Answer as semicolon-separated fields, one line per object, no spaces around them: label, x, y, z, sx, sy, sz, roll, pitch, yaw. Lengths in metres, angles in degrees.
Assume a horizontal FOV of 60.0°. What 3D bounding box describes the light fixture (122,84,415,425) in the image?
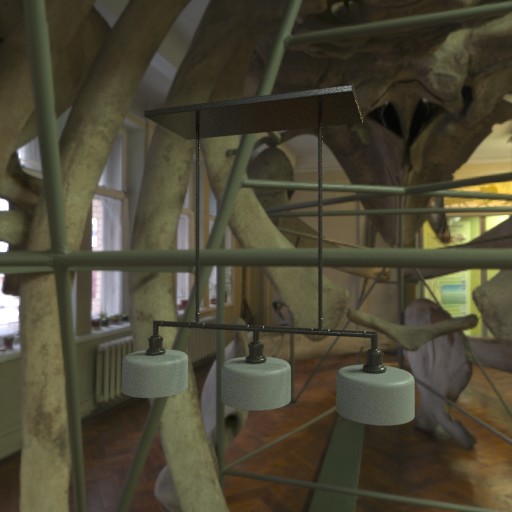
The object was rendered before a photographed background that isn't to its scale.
light fixture;0.000;0.000;0.866;0.582;0.557;0.177;0;0;19
